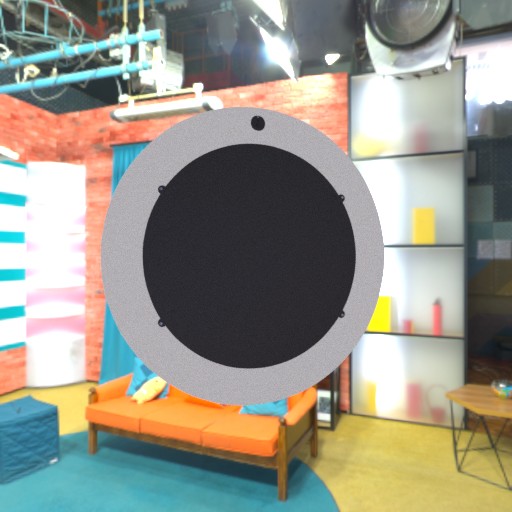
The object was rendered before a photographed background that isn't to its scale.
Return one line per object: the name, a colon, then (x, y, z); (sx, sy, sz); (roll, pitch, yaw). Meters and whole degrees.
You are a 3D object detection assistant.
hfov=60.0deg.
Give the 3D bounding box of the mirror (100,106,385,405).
mirror: (0.000, 0.000, 1.381); (0.914, 0.914, 0.038); (0, 0, -19)
